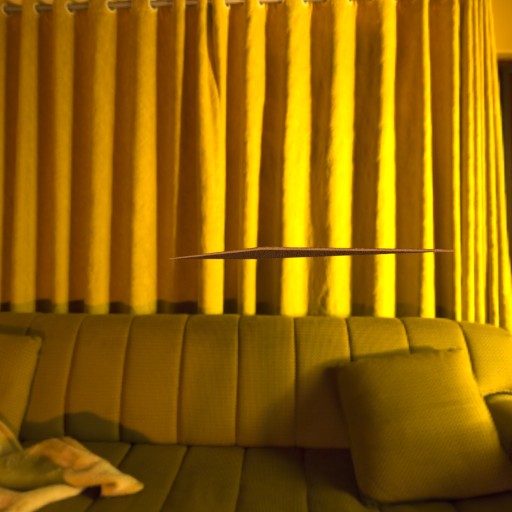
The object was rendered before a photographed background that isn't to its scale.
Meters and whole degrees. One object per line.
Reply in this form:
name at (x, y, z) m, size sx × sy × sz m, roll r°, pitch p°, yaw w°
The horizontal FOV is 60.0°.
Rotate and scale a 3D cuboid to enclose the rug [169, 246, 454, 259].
rug at (0.000, 0.000, 2.666) m, size 0.750 × 0.009 × 2.435 m, roll 0°, pitch -1°, yaw -18°
